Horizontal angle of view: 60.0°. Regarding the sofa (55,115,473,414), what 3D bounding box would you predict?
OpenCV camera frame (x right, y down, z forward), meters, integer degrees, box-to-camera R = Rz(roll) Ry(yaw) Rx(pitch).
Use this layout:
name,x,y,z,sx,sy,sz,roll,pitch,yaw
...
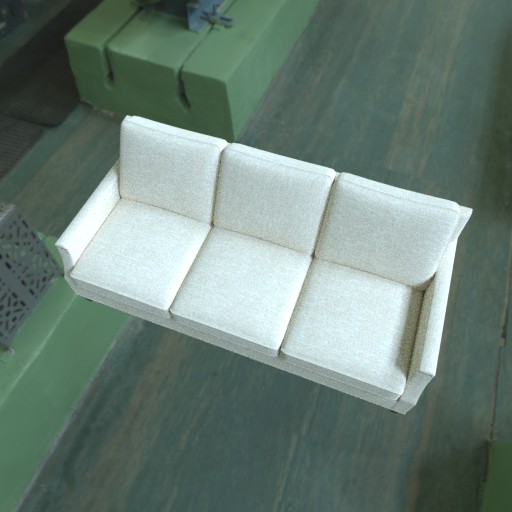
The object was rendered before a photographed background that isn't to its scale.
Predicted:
name,x,y,z,sx,sy,sz,roll,pitch,yaw
sofa,0.000,0.000,2.713,2.210,0.940,1.041,18,59,11
